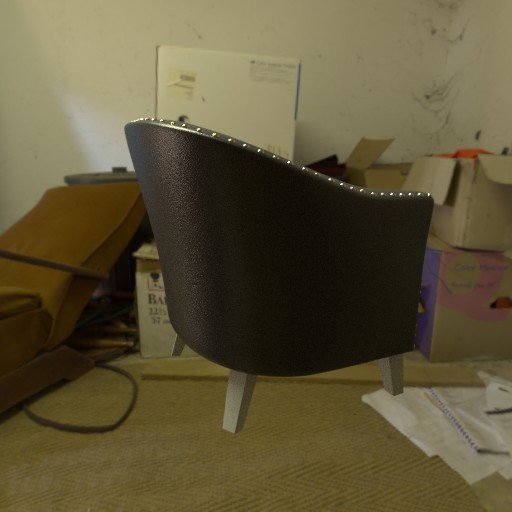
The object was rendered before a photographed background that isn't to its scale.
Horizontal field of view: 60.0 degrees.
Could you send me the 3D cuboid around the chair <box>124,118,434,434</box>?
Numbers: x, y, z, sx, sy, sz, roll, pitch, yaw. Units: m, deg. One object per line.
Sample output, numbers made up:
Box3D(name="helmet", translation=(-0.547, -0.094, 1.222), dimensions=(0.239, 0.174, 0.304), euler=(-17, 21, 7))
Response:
Box3D(name="chair", translation=(0.000, 0.000, 1.426), dimensions=(0.748, 0.823, 0.794), euler=(-7, 16, -26))
